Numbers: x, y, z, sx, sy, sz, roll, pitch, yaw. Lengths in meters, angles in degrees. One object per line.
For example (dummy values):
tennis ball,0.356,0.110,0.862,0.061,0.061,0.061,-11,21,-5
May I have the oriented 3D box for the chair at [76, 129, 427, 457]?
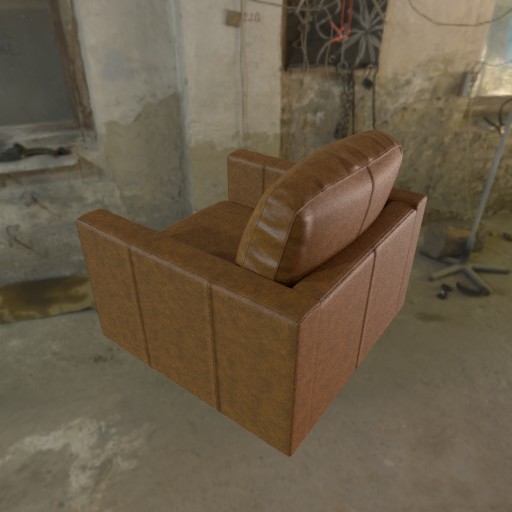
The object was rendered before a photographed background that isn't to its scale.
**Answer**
chair,0.000,0.000,1.659,0.909,0.956,0.890,22,38,30
